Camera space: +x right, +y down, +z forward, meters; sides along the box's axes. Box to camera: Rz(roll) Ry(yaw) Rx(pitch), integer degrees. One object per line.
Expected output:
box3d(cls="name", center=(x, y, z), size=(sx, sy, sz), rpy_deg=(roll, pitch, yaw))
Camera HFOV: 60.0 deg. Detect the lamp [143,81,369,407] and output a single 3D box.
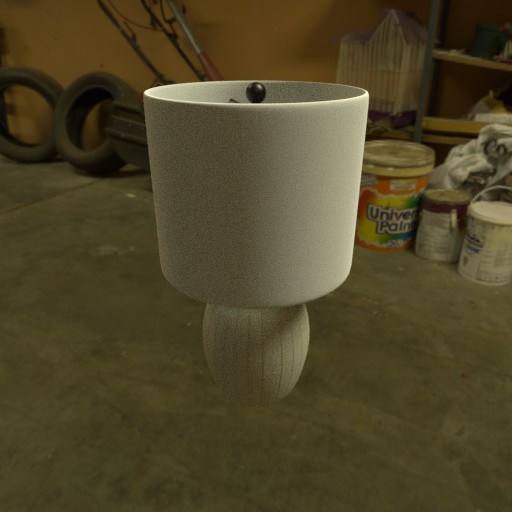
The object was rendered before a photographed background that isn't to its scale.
box3d(cls="lamp", center=(0.000, 0.000, 0.778), size=(0.329, 0.570, 0.329), rpy_deg=(-8, 27, -15))
